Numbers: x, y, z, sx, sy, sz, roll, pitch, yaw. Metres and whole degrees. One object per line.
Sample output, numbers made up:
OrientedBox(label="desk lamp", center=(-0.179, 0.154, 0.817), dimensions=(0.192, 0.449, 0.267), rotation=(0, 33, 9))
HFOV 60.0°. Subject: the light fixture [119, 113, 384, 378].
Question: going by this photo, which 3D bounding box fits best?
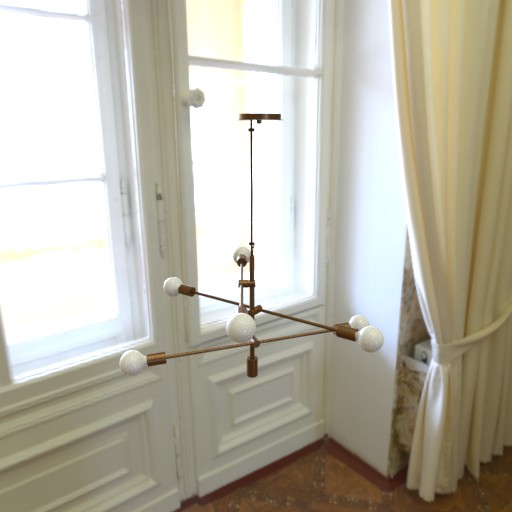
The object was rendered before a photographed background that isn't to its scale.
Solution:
OrientedBox(label="light fixture", center=(0.000, 0.000, 1.219), dimensions=(0.682, 0.744, 0.637), rotation=(3, 16, 9))
